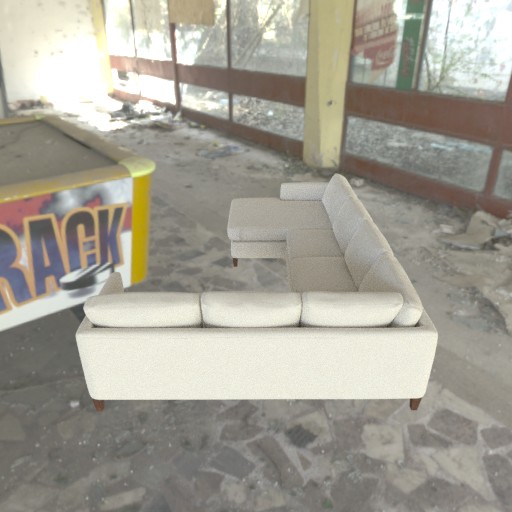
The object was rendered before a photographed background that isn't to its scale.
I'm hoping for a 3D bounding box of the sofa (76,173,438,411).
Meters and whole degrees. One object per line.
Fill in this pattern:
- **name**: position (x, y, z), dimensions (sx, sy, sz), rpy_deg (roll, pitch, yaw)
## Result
- **sofa**: position (0.000, 0.000, 4.715), dimensions (2.593, 0.956, 3.459), rpy_deg (0, 27, 0)
